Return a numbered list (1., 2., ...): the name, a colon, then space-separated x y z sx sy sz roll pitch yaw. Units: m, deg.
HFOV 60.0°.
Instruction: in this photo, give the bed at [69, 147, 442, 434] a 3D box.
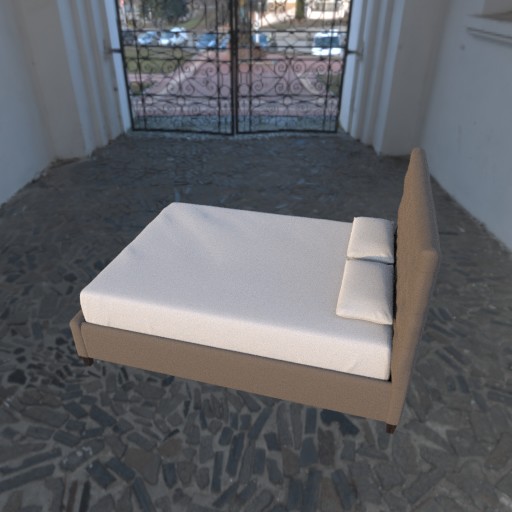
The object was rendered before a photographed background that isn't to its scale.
1. bed: 0.000 0.000 3.497 2.387 1.427 1.698 8 33 13
